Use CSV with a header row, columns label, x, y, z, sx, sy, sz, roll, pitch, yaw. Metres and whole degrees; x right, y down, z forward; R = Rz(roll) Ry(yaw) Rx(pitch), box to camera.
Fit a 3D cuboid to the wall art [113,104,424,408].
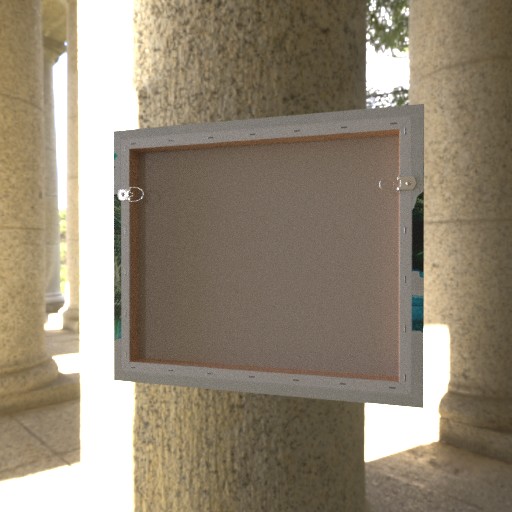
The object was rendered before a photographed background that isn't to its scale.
label,x,y,z,sx,sy,sz,roll,pitch,yaw
wall art,0.000,0.000,0.718,0.507,0.435,0.041,0,0,16
